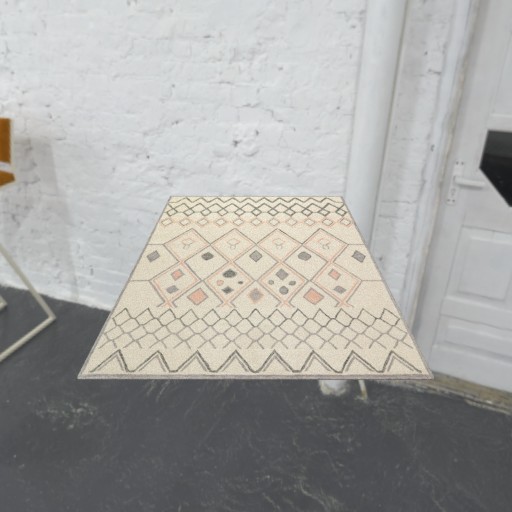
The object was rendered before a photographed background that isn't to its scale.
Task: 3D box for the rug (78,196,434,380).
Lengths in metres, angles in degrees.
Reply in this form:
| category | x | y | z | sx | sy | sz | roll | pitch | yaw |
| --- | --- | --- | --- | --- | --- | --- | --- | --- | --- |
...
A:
| category | x | y | z | sx | sy | sz | roll | pitch | yaw |
| --- | --- | --- | --- | --- | --- | --- | --- | --- | --- |
| rug | 0.000 | 0.000 | 2.323 | 1.219 | 0.016 | 1.829 | 0 | 27 | 0 |
